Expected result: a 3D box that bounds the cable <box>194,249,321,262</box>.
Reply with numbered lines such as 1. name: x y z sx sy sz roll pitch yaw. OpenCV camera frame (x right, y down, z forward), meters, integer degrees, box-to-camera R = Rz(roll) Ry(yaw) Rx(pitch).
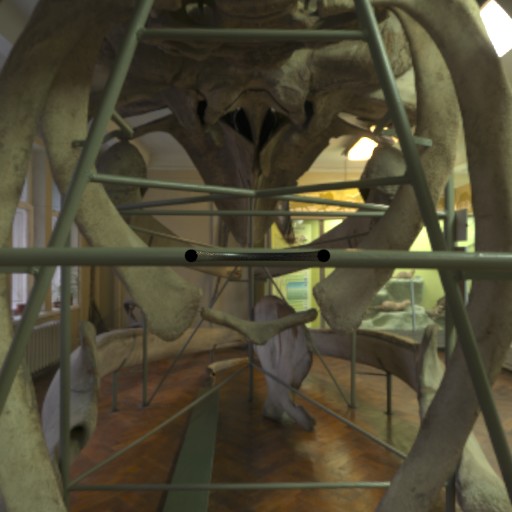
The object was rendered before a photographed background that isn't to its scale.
1. cable: 0.000 0.000 0.112 0.040 0.006 0.098 0 0 0
